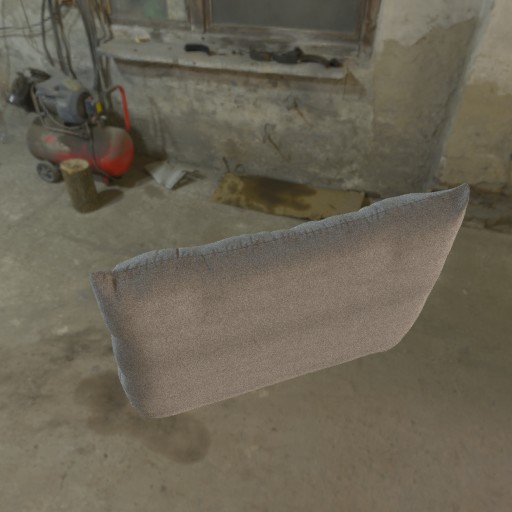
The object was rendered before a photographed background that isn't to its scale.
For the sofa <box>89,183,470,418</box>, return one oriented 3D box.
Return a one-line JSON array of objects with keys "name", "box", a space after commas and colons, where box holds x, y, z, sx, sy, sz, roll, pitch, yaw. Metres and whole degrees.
[{"name": "sofa", "box": [0.000, 0.000, 1.702, 1.144, 0.795, 0.847, -13, 43, -14]}]
